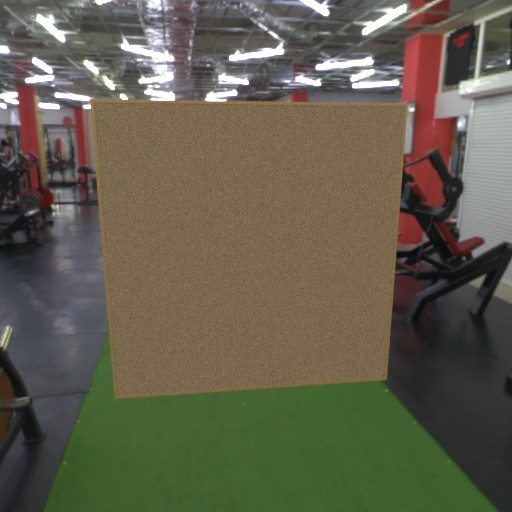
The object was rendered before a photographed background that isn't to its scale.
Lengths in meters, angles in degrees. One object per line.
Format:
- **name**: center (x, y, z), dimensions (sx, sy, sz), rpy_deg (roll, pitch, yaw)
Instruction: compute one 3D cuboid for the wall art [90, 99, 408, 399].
- **wall art**: center (0.000, 0.000, 1.451), dimensions (0.962, 0.959, 0.013), rpy_deg (-2, 14, -7)
